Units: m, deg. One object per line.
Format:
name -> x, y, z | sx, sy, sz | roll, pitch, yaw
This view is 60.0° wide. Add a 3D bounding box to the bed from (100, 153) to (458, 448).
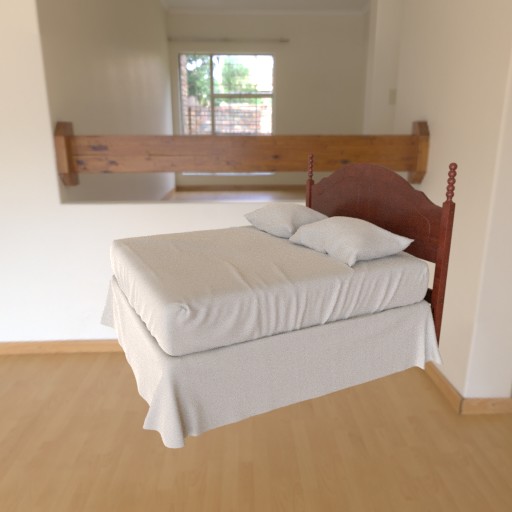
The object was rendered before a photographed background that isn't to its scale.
bed -> 0.000, 0.000, 3.204 | 2.040, 1.356, 1.873 | -8, 17, -26
